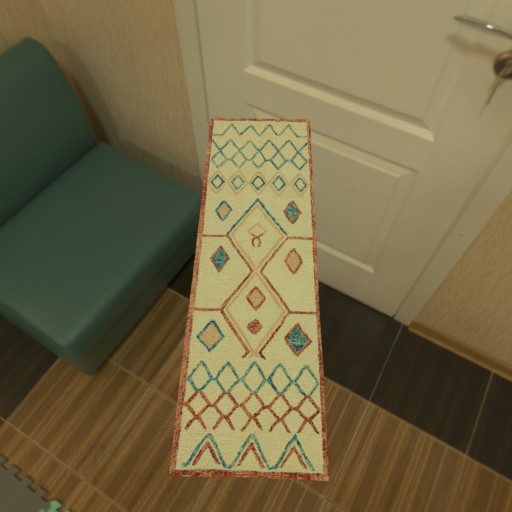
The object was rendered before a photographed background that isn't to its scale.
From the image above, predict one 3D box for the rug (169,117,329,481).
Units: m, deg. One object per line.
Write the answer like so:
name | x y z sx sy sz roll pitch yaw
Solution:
rug | 0.000 0.000 2.704 0.750 0.011 2.435 1 58 1
